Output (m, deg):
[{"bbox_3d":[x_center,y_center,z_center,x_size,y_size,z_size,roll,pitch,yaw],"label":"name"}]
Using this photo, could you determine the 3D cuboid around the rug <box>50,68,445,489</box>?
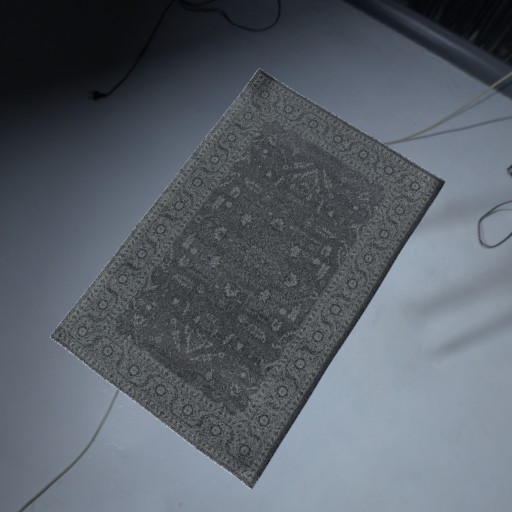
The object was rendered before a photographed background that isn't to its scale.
[{"bbox_3d":[0.000,0.000,2.264,1.209,0.019,1.828,34,79,8],"label":"rug"}]
